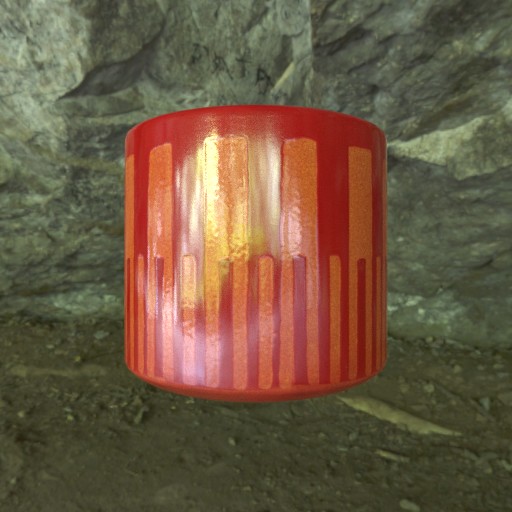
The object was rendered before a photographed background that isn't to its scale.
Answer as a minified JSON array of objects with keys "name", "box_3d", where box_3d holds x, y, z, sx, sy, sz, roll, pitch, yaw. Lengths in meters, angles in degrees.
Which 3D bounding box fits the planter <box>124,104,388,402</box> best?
[{"name":"planter","box_3d":[0.000,0.000,0.404,0.230,0.202,0.230,0,0,0]}]
